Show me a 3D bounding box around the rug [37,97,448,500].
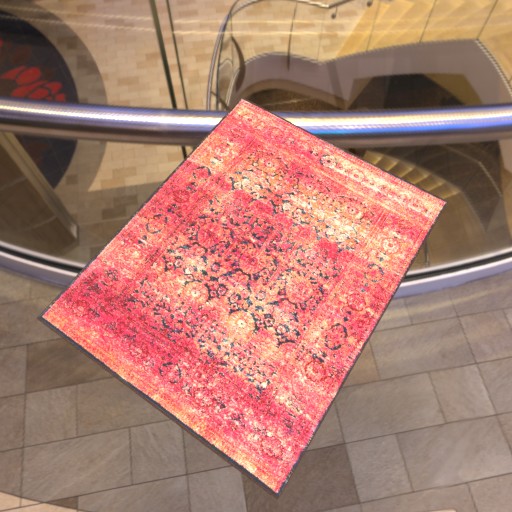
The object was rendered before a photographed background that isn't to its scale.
[{"bbox_3d":[0.000,0.000,3.987,2.411,0.020,3.032,31,68,14],"label":"rug"}]
